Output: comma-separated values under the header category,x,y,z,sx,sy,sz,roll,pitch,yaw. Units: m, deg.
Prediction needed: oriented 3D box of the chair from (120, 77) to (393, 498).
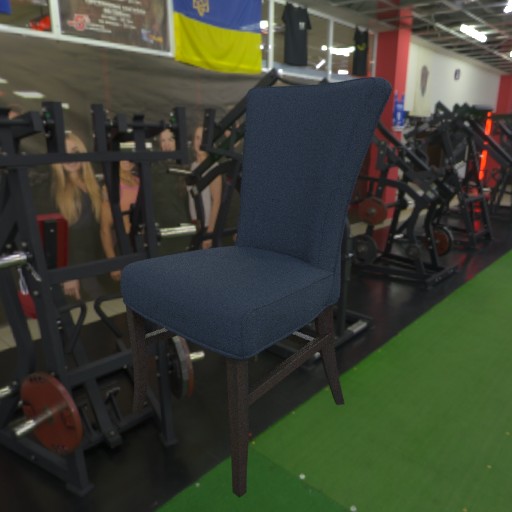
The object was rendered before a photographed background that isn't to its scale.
category,x,y,z,sx,sy,sz,roll,pitch,yaw
chair,0.000,0.000,1.308,0.520,0.991,0.660,15,21,42
